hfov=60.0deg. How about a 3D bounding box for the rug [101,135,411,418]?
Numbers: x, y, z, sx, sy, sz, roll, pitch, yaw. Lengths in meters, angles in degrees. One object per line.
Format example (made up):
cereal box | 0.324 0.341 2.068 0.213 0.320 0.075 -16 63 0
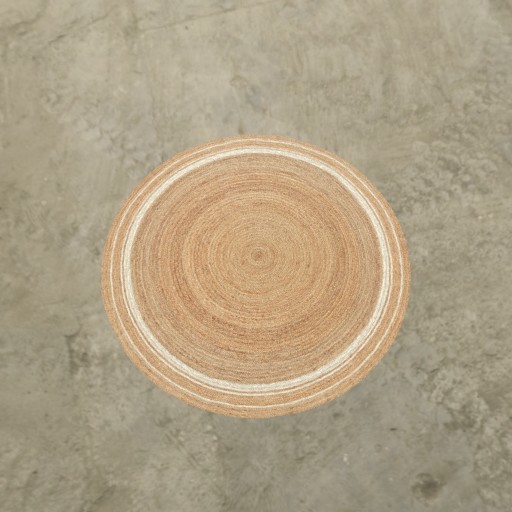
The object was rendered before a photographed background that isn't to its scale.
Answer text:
rug | 0.000 0.000 3.543 2.444 0.015 2.444 0 65 0
